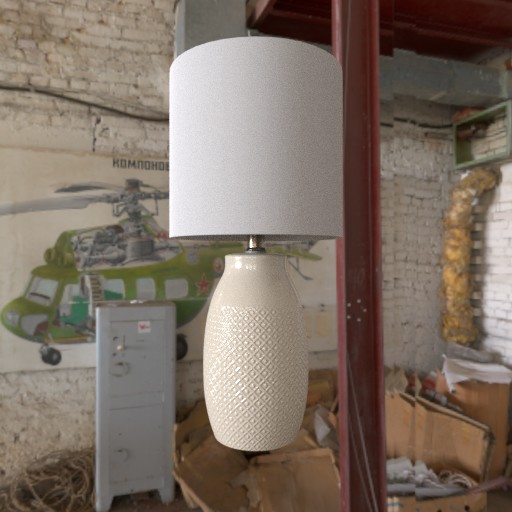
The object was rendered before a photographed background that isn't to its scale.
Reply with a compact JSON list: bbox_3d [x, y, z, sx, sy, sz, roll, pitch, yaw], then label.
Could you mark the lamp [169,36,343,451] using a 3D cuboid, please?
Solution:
[{"bbox_3d":[0.000,0.000,0.565,0.217,0.453,0.217,0,0,19],"label":"lamp"}]
